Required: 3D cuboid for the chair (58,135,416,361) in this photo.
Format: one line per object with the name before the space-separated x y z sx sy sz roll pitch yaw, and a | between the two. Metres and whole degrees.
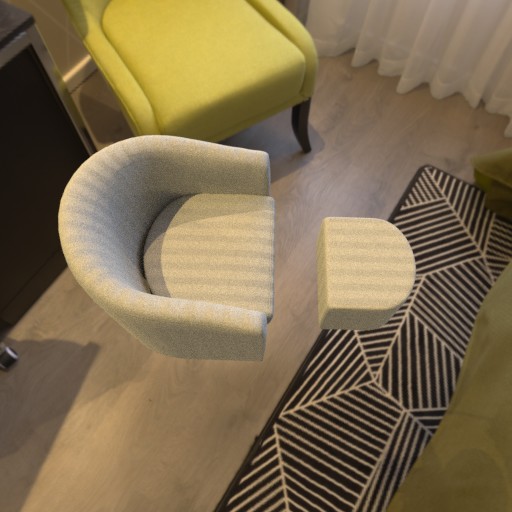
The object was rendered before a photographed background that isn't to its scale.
chair | 0.000 0.000 1.772 1.288 0.757 0.756 2 64 1
